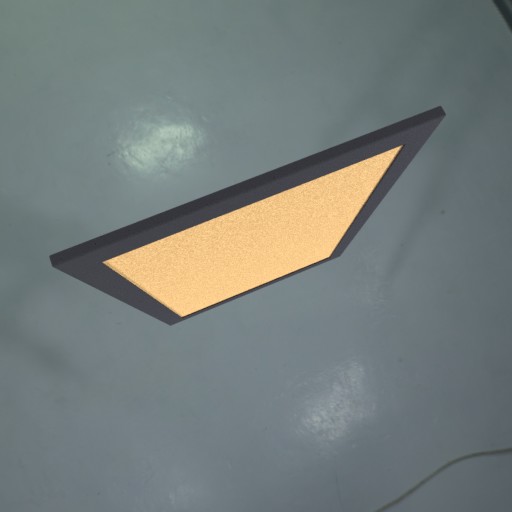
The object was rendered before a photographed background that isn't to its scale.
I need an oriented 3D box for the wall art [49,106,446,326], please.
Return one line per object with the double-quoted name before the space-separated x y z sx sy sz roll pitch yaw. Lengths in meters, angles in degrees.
"wall art" 0.000 0.000 0.646 0.374 0.529 0.012 -22 77 -5
